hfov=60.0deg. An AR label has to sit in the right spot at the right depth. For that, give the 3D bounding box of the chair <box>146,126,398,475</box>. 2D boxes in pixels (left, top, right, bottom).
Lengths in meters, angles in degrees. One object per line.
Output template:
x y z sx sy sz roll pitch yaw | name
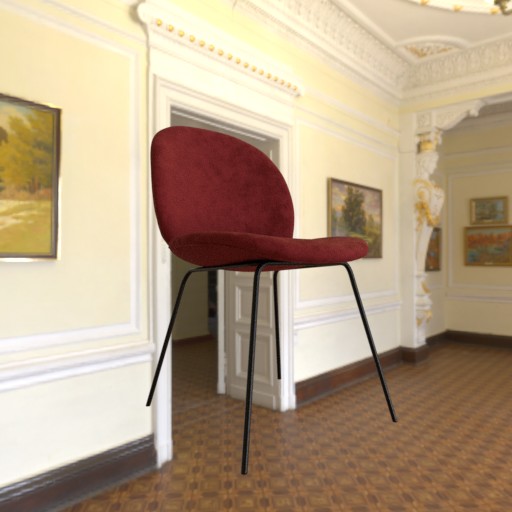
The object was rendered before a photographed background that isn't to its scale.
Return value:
0.000 0.000 1.152 0.458 0.791 0.587 0 0 -36 | chair
